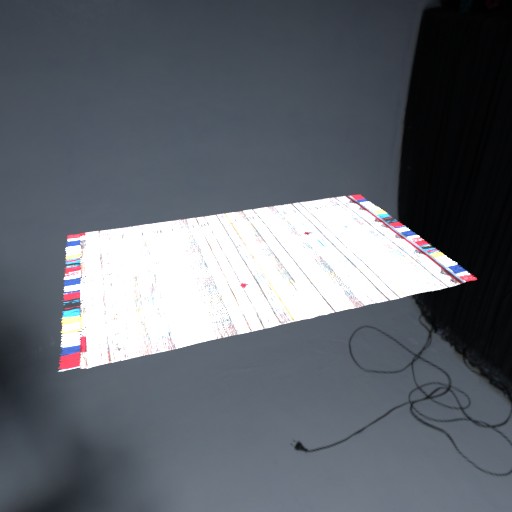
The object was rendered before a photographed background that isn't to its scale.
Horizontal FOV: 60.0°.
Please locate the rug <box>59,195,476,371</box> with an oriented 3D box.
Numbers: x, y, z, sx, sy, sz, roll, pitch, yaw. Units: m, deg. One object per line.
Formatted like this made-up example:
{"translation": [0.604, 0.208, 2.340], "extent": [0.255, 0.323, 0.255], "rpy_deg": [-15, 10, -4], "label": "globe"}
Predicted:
{"translation": [0.000, 0.000, 3.010], "extent": [2.465, 0.012, 1.465], "rpy_deg": [-10, 32, -16], "label": "rug"}
